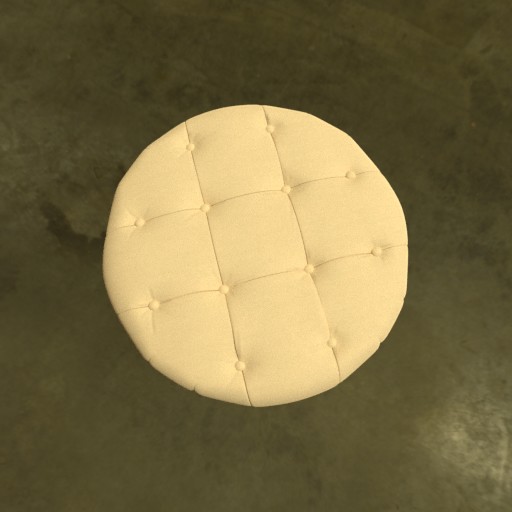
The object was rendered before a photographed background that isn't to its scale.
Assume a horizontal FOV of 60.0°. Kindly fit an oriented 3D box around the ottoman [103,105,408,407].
[{"bbox_3d":[0.000,0.000,1.420,0.901,0.439,0.901,0,74,0],"label":"ottoman"}]
